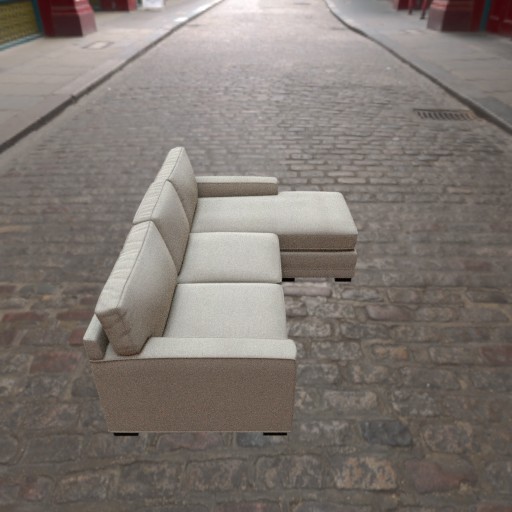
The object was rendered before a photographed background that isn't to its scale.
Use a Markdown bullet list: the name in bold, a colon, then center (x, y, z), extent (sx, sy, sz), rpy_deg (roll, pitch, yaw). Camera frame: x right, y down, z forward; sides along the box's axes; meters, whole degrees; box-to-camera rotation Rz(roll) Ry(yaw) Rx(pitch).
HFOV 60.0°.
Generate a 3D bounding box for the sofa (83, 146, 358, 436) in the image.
- **sofa**: center (0.000, 0.000, 2.896), extent (1.496, 0.861, 2.087), rpy_deg (0, 33, 0)
